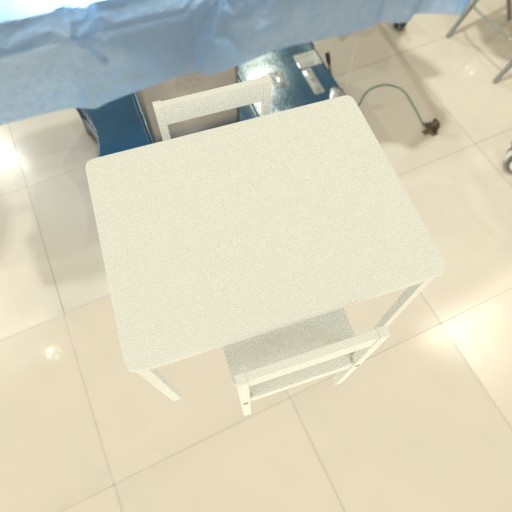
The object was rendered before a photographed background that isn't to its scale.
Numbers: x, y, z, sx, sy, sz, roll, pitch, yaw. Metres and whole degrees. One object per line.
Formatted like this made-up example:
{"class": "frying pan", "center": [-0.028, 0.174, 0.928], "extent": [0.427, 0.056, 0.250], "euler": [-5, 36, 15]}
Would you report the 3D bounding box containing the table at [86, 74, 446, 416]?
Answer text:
{"class": "table", "center": [0.000, 0.000, 1.130], "extent": [0.650, 0.503, 0.672], "euler": [-16, 66, -8]}
